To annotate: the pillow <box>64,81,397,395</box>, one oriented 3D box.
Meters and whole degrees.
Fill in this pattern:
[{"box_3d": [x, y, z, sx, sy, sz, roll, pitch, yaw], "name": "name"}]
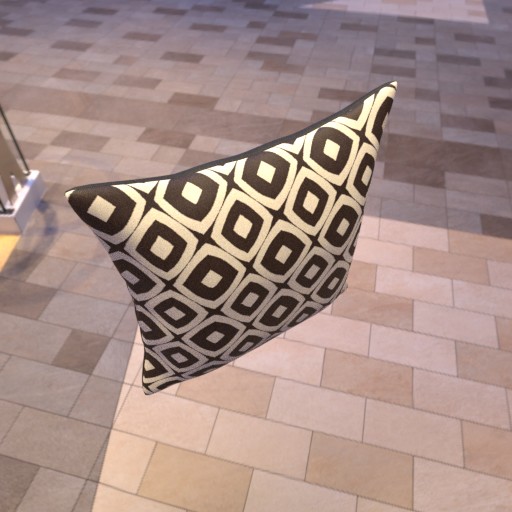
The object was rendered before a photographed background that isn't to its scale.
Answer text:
[{"box_3d": [0.000, 0.000, 0.762, 0.504, 0.494, 0.188, -25, 52, -21], "name": "pillow"}]
